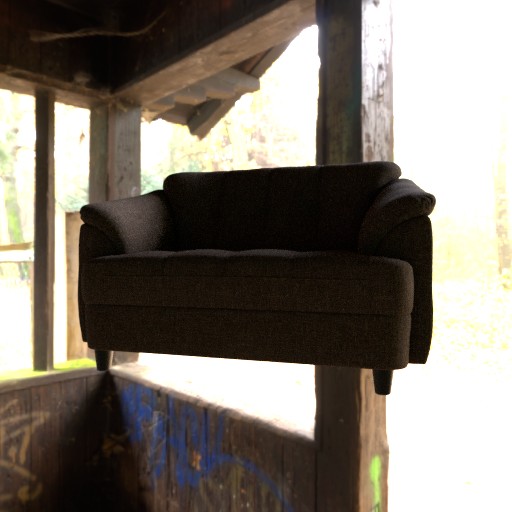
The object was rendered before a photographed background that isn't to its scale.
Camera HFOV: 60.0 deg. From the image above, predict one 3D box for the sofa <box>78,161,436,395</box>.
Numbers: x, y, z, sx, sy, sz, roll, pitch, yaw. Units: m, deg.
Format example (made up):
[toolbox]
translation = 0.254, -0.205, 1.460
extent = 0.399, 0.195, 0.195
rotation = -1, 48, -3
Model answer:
[sofa]
translation = 0.000, 0.000, 1.918
extent = 1.404, 0.895, 0.799
rotation = 0, 0, 16
